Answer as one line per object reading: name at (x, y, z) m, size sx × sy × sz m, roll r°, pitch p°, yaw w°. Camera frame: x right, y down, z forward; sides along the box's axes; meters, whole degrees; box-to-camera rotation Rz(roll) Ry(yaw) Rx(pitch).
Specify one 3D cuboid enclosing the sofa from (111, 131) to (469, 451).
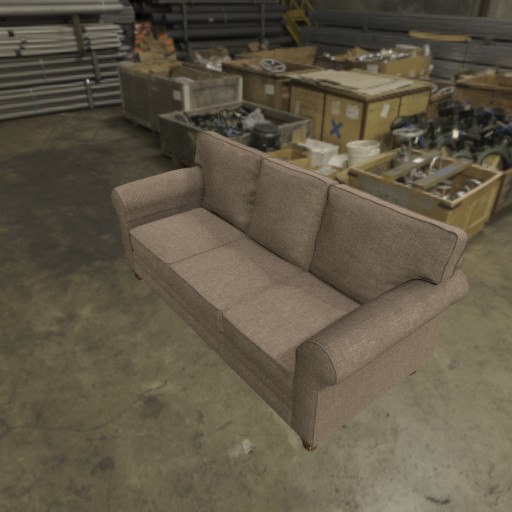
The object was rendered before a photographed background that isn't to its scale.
sofa at (0.000, 0.000, 2.585) m, size 0.916 × 0.961 × 2.084 m, roll -22°, pitch 37°, yaw -32°
